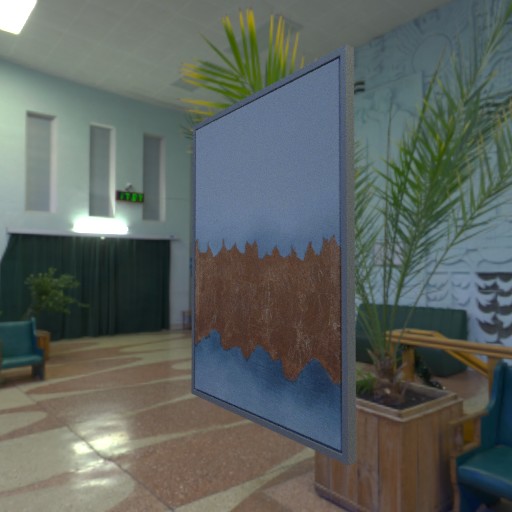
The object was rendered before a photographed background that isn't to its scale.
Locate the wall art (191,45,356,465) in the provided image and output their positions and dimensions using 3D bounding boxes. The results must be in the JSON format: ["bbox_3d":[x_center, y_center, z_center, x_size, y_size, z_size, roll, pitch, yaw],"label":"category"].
[{"bbox_3d":[0.000,0.000,1.421,0.034,1.042,0.789,1,-2,-37],"label":"wall art"}]
